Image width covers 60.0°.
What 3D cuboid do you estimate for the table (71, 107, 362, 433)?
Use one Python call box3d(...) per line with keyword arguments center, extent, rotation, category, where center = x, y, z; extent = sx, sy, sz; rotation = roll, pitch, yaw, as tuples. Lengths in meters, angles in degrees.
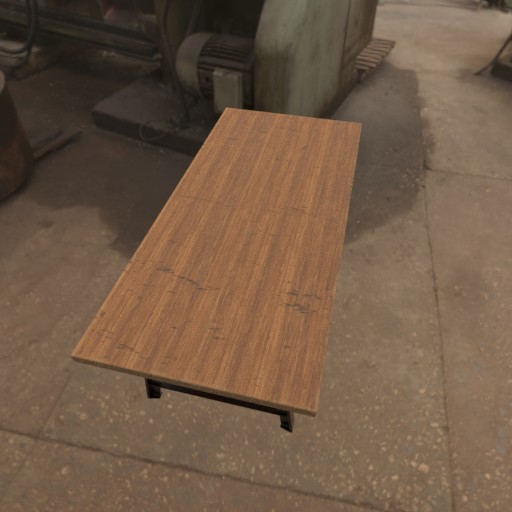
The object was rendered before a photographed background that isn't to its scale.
box3d(center=(0.000, 0.000, 2.724), extent=(1.000, 0.757, 2.200), rotation=(10, 46, 10), category="table")
